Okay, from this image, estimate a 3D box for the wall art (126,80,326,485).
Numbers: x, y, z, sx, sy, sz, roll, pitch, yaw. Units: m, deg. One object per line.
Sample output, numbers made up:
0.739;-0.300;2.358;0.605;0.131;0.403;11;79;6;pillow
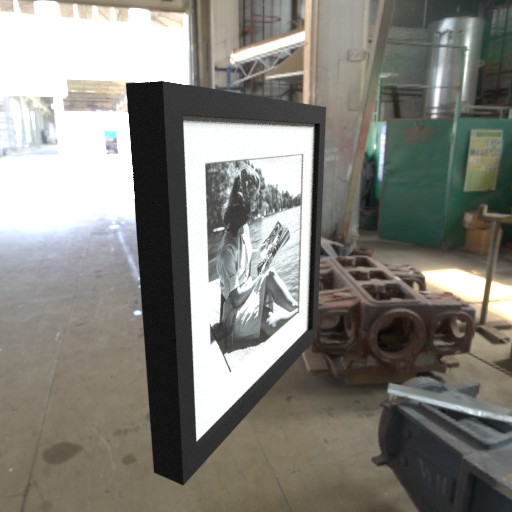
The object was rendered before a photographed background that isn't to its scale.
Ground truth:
0.000;0.000;0.455;0.030;0.305;0.308;8;17;27;wall art
